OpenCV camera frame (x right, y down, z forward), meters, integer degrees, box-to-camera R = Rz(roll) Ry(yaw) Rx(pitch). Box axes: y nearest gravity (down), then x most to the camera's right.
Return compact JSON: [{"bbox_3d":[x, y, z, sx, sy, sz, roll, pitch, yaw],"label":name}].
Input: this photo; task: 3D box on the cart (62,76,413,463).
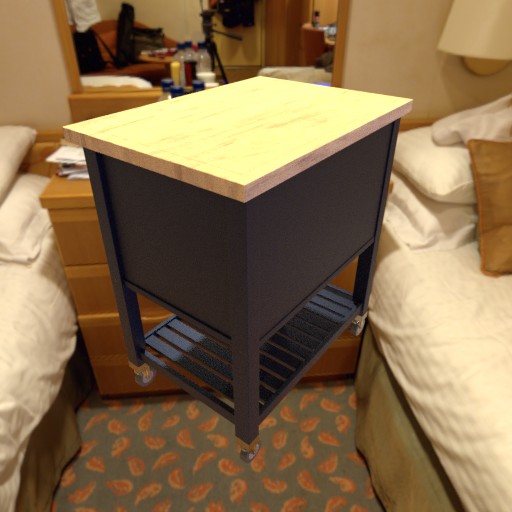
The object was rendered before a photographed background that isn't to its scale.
[{"bbox_3d":[0.000,0.000,1.436,0.567,0.920,0.797,23,39,31],"label":"cart"}]
